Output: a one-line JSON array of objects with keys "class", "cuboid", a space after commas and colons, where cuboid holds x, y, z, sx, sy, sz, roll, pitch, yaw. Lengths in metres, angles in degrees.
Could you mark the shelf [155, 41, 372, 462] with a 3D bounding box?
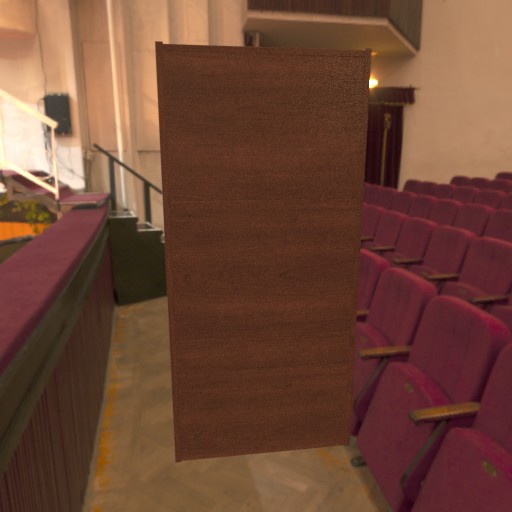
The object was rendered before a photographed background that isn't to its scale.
[{"class": "shelf", "cuboid": [0.000, 0.000, 1.070, 0.414, 0.879, 0.290, -2, 14, -8]}]
